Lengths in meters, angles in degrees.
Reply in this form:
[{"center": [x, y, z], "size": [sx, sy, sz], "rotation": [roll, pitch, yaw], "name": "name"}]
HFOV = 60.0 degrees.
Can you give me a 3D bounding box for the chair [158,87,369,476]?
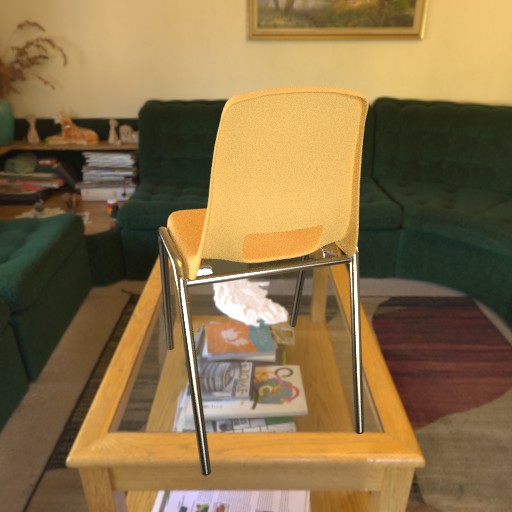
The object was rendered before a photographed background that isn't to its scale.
[{"center": [0.000, 0.000, 0.938], "size": [0.381, 0.704, 0.436], "rotation": [-8, 27, -16], "name": "chair"}]
